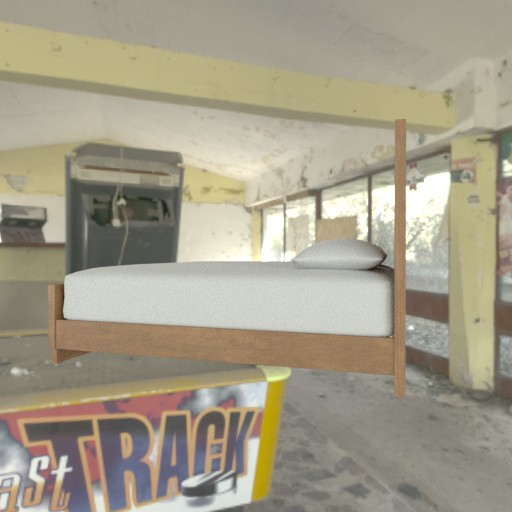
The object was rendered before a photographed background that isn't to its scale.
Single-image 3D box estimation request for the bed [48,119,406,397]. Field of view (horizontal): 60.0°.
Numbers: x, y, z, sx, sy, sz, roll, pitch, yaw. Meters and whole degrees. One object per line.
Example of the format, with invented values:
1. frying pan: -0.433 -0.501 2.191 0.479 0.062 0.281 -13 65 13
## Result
1. bed: 0.000 0.000 3.486 2.184 1.387 2.003 0 1 17
